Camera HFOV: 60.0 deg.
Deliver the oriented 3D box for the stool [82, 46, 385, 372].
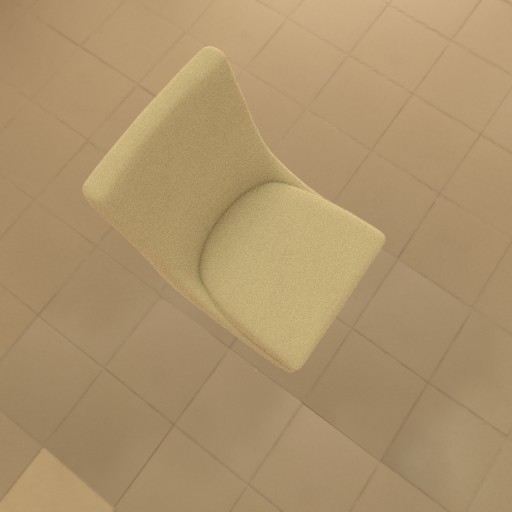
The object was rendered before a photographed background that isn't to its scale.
[{"bbox_3d":[0.000,0.000,1.356,0.577,1.078,0.470,35,78,8],"label":"stool"}]
